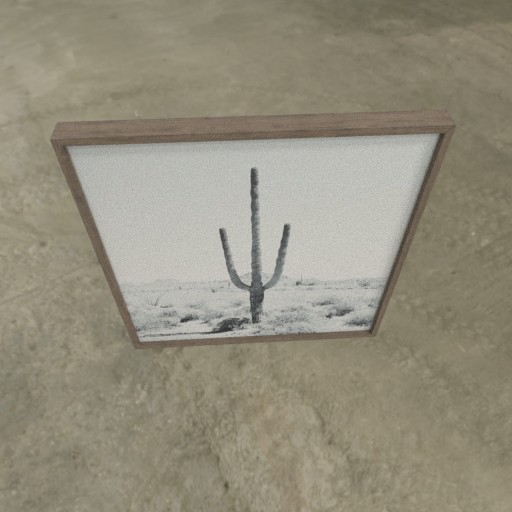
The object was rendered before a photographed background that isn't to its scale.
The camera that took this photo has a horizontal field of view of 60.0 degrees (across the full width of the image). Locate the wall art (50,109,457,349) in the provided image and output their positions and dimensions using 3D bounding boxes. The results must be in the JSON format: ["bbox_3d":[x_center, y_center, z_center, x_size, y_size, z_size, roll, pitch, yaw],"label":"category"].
[{"bbox_3d":[0.000,0.000,0.755,0.508,0.508,0.038,-3,48,-2],"label":"wall art"}]
